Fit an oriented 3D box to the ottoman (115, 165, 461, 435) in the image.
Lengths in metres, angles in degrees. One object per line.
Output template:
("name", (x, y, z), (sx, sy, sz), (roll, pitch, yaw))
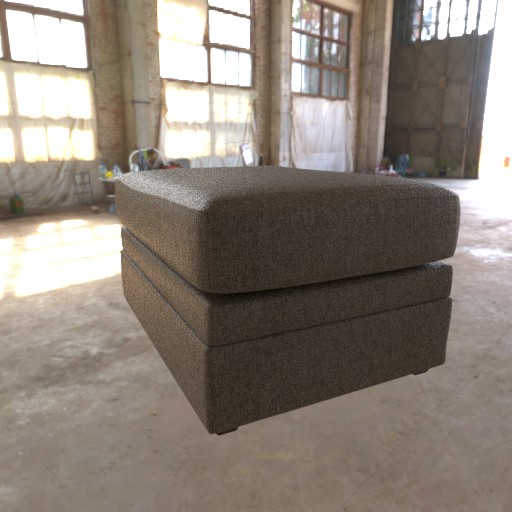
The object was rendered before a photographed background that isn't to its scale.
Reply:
("ottoman", (0.000, 0.000, 1.253), (0.637, 0.478, 0.885), (-7, 16, -26))
